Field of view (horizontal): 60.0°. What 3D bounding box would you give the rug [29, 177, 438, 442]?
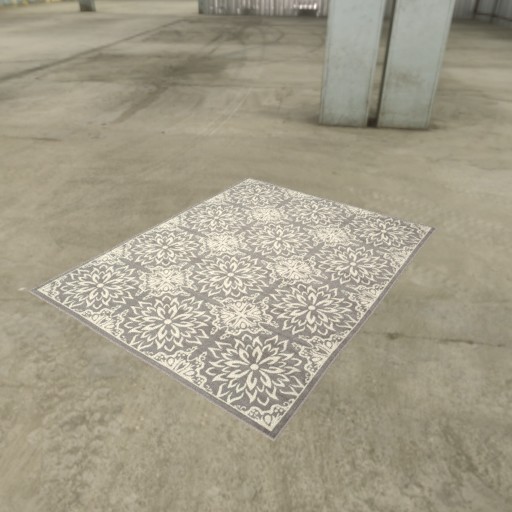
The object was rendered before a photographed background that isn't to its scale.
[{"bbox_3d":[0.000,0.000,3.999,2.363,0.012,2.980,21,37,29],"label":"rug"}]
